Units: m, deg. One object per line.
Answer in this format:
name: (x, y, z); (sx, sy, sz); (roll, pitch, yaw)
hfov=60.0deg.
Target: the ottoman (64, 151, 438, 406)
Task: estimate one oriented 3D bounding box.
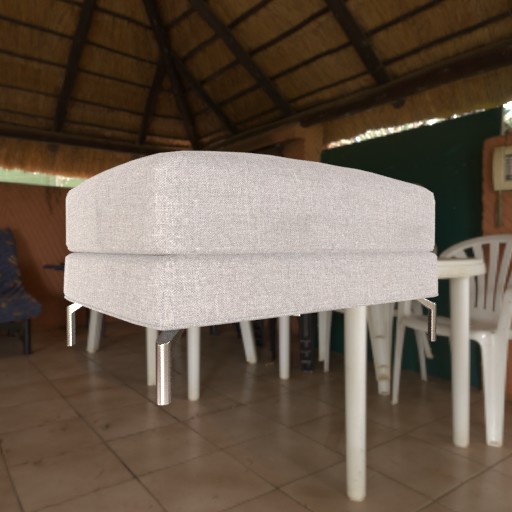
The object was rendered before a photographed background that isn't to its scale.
ottoman: (0.000, 0.000, 1.163); (0.838, 0.457, 0.584); (-1, 2, -38)
